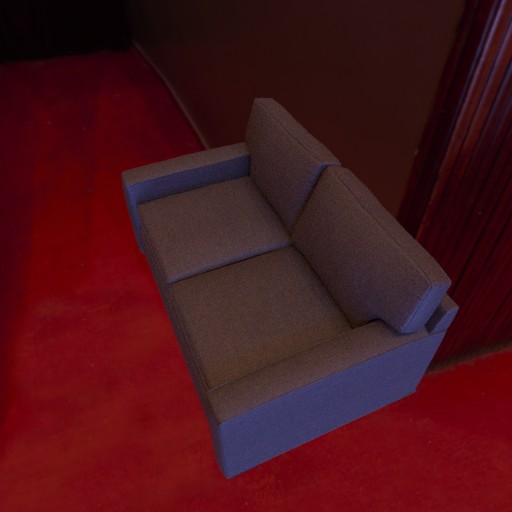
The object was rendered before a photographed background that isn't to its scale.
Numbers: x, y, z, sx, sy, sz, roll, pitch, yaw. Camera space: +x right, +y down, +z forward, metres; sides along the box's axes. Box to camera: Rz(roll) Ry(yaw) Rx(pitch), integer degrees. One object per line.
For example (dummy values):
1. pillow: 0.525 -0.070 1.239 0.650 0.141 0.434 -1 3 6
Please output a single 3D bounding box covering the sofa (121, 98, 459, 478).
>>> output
1. sofa: 0.000 0.000 2.149 0.974 0.887 1.534 -18 49 -16
